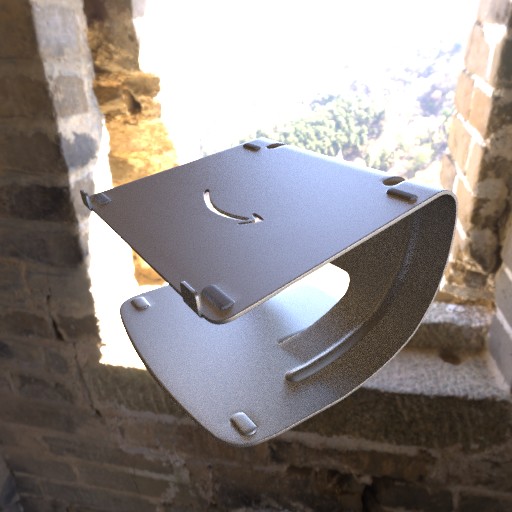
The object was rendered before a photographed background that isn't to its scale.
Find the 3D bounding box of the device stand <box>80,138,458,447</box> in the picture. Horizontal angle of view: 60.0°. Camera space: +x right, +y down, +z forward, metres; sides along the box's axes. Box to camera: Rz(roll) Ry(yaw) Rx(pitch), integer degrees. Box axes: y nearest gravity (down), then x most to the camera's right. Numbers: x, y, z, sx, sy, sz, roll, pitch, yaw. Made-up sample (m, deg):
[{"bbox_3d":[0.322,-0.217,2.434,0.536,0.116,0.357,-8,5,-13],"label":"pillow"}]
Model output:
[{"bbox_3d":[0.000,0.000,0.406,0.236,0.155,0.256,-17,31,-31],"label":"device stand"}]
